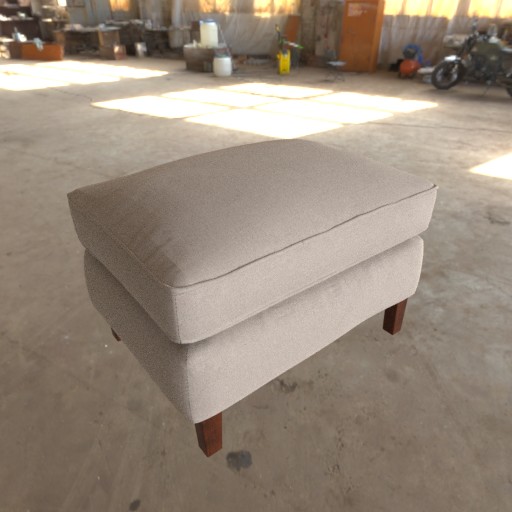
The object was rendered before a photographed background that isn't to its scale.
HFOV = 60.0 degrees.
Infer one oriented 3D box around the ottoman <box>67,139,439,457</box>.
[{"bbox_3d":[0.000,0.000,1.009,0.665,0.456,0.501,-22,37,-32],"label":"ottoman"}]
